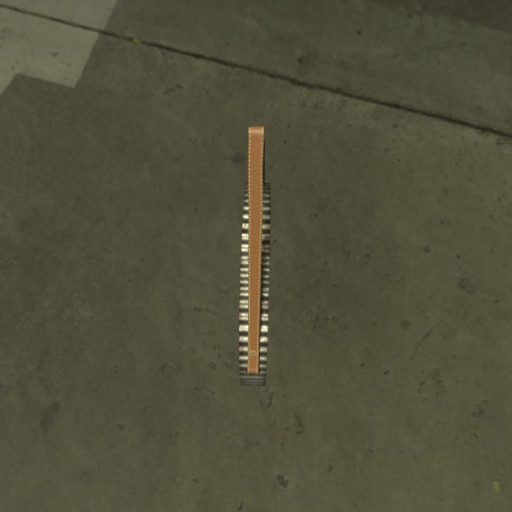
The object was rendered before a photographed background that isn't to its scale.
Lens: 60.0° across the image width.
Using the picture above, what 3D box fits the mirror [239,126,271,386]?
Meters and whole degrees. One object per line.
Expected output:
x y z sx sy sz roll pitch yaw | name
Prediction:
0.000 0.000 0.700 0.042 0.568 0.355 1 63 1 | mirror
